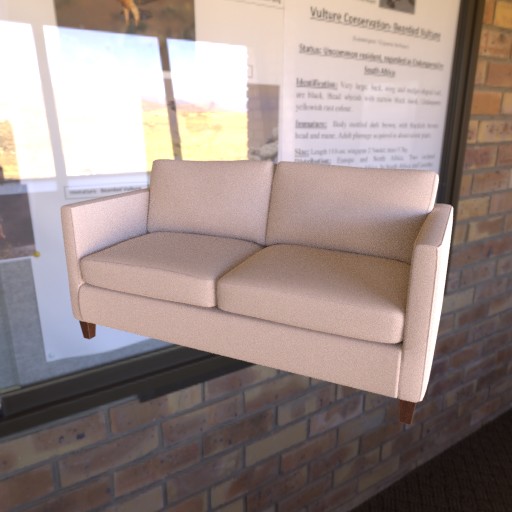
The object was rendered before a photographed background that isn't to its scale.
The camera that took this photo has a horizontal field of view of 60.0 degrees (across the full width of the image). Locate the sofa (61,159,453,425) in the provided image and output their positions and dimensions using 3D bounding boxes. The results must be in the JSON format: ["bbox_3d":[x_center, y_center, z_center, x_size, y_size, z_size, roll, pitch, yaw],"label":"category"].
[{"bbox_3d":[0.000,0.000,2.190,1.722,0.888,0.873,8,18,24],"label":"sofa"}]
